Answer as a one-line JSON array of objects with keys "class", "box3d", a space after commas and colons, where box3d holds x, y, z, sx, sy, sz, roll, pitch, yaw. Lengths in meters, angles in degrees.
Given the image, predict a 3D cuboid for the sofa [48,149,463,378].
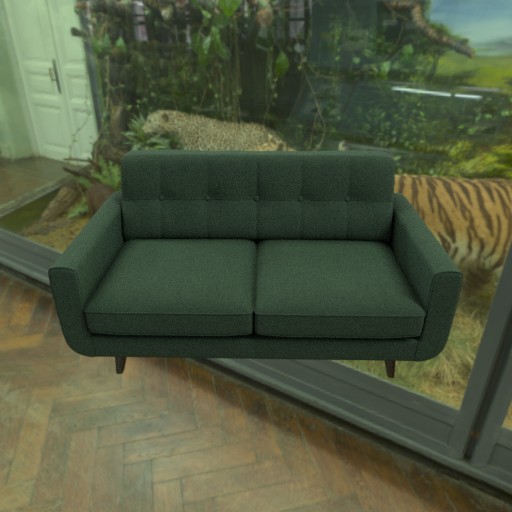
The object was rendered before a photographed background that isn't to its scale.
[{"class": "sofa", "box3d": [0.000, 0.000, 2.163, 1.631, 0.841, 0.909, 1, 29, 1]}]
